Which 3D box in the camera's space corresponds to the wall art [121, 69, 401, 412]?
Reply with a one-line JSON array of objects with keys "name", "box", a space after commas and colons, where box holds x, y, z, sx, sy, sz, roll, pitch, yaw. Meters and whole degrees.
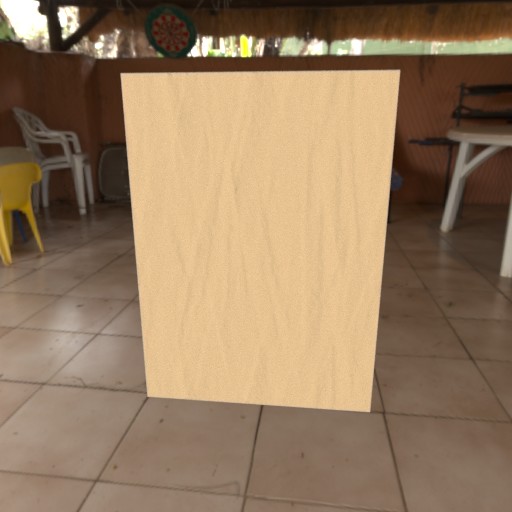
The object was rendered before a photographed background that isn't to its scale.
[{"name": "wall art", "box": [0.000, 0.000, 1.446, 0.810, 1.116, 0.016, 2, 17, 6]}]
